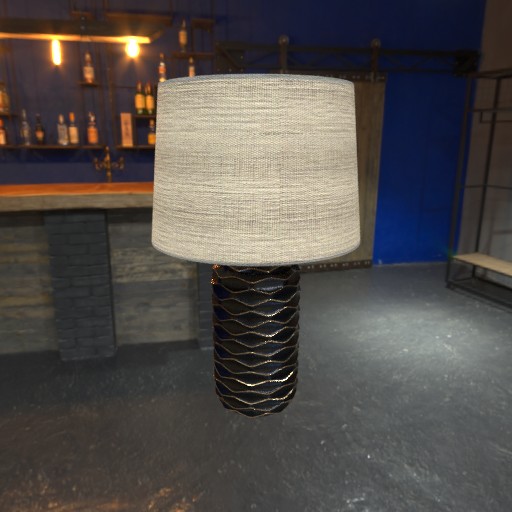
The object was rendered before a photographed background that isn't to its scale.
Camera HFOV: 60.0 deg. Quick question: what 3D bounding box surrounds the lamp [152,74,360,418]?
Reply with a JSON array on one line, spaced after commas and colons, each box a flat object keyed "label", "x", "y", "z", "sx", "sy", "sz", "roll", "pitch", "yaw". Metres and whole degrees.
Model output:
[{"label": "lamp", "x": 0.000, "y": 0.000, "z": 0.828, "sx": 0.376, "sy": 0.594, "sz": 0.376, "roll": 0, "pitch": 15, "yaw": 0}]
